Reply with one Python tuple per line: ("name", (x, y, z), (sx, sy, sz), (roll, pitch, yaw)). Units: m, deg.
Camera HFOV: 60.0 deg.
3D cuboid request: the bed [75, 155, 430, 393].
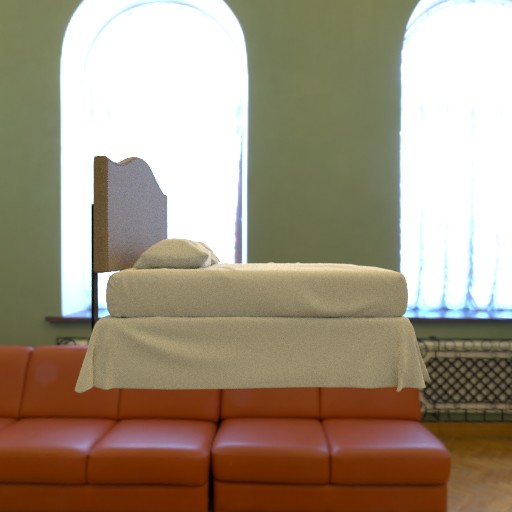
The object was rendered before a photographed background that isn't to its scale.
("bed", (0.000, 0.000, 3.812), (2.222, 1.651, 2.311), (0, 1, 0))
